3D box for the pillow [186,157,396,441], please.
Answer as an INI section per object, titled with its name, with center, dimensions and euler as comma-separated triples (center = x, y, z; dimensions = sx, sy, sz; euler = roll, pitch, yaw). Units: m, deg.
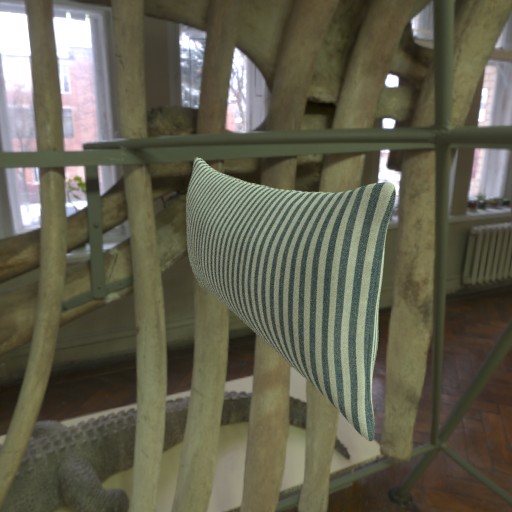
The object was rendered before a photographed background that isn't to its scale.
[pillow]
center = 0.000, 0.000, 0.731
dimensions = 0.151, 0.295, 0.617
euler = -7, 17, -24
